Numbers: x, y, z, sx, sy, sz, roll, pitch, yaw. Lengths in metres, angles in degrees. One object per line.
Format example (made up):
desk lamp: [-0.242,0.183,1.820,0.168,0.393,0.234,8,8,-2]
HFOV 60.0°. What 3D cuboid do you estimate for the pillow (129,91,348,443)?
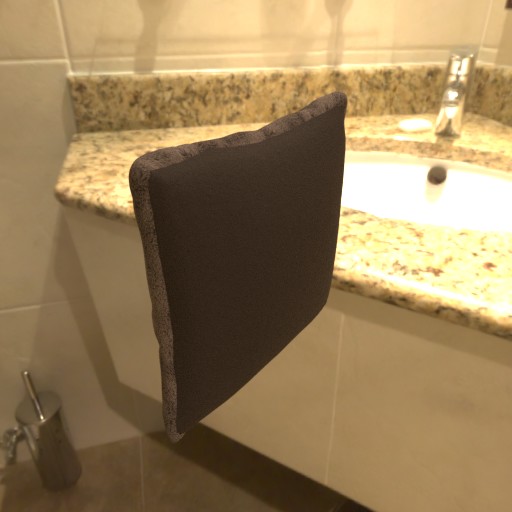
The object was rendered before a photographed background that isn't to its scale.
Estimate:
pillow: [0.000,0.000,0.827,0.204,0.520,0.522,22,37,32]
